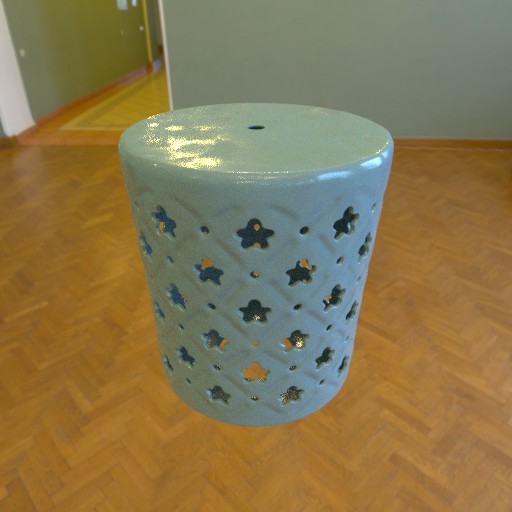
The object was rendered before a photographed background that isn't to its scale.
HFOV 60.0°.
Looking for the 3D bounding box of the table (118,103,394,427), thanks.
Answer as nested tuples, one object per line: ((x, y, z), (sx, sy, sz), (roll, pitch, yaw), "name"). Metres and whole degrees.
((0.000, 0.000, 0.671), (0.352, 0.387, 0.352), (0, 30, 0), "table")
